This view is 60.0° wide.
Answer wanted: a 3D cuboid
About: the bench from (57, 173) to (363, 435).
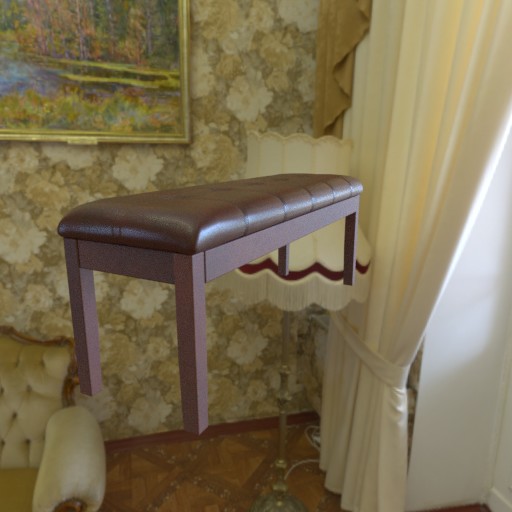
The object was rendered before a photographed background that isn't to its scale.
[{"bbox_3d":[0.000,0.000,1.513,0.401,0.491,1.259,7,16,27],"label":"bench"}]
